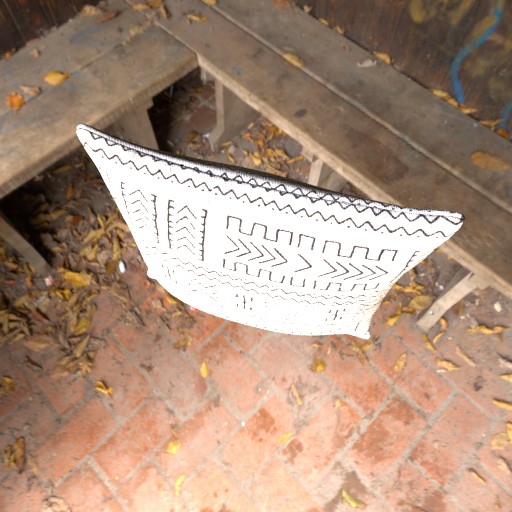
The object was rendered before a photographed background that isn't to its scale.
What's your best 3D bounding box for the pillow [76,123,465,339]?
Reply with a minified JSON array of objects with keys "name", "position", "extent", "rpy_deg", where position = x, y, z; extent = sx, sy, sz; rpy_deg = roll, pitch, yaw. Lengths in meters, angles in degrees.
[{"name":"pillow","position":[0.000,0.000,0.658],"extent":[0.438,0.430,0.164],"rpy_deg":[15,65,7]}]
